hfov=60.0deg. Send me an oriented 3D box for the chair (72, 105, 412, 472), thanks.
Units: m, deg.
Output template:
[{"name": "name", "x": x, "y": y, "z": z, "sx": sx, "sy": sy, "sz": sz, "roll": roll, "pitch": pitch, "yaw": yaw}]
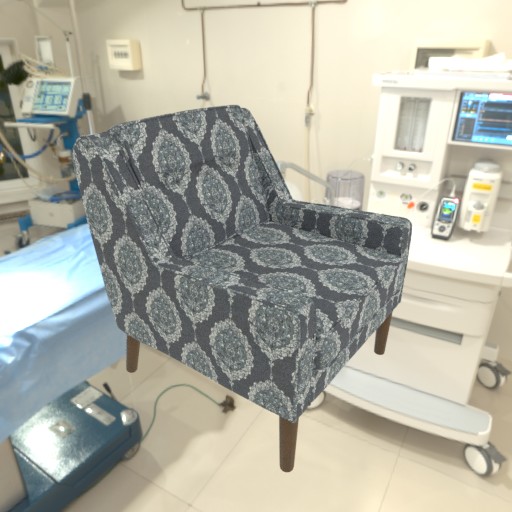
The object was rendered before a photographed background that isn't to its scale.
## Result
[{"name": "chair", "x": 0.000, "y": 0.000, "z": 1.327, "sx": 0.743, "sy": 0.792, "sz": 0.663, "roll": 18, "pitch": 32, "yaw": 33}]
